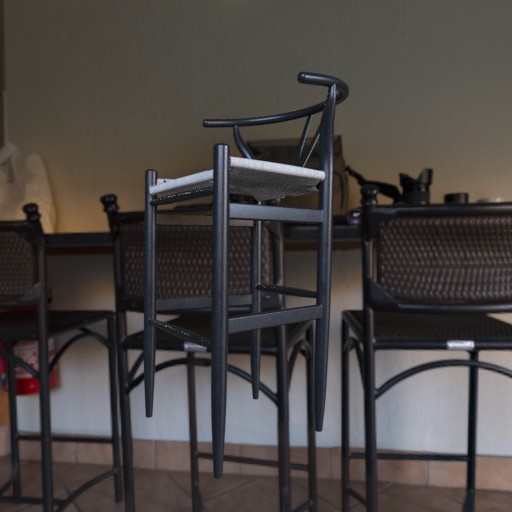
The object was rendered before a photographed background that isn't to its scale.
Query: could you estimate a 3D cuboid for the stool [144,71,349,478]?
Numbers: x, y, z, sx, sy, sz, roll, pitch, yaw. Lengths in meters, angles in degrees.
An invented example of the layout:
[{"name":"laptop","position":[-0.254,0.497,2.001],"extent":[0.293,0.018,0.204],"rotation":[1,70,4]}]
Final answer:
[{"name":"stool","position":[0.000,0.000,1.427],"extent":[0.579,1.072,0.569],"rotation":[-1,2,-35]}]
